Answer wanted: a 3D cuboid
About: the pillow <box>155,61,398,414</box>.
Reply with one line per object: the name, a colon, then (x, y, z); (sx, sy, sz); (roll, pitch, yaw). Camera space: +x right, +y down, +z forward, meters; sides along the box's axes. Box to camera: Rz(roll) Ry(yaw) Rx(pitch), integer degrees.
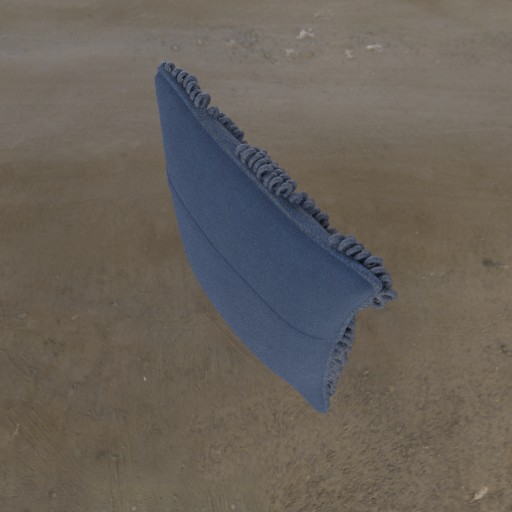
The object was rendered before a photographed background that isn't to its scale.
pillow: (0.000, 0.000, 0.723); (0.172, 0.466, 0.469); (-31, 63, -18)
